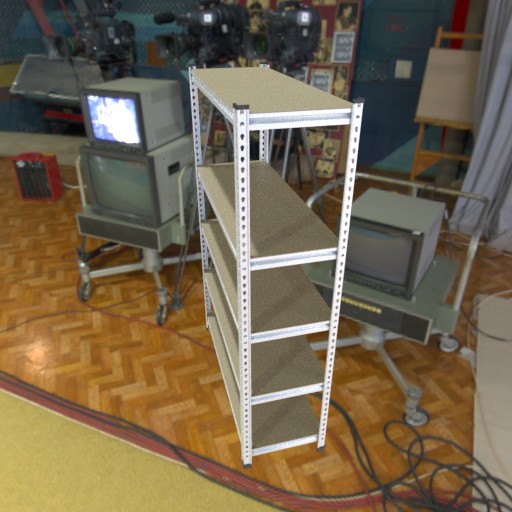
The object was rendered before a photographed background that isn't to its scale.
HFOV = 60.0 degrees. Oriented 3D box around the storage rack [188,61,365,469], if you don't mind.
[{"bbox_3d":[0.000,0.000,2.424,0.457,1.829,1.219,-7,30,-13],"label":"storage rack"}]
